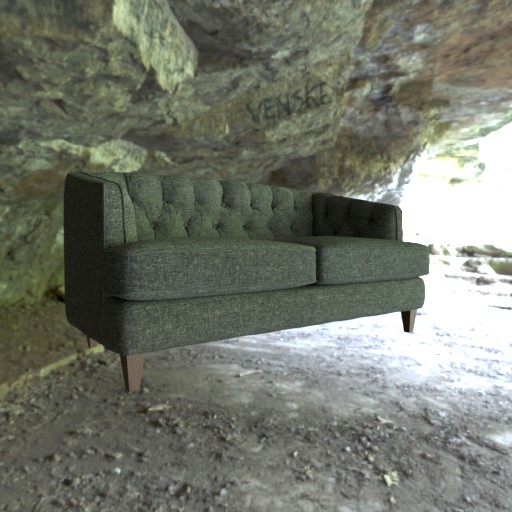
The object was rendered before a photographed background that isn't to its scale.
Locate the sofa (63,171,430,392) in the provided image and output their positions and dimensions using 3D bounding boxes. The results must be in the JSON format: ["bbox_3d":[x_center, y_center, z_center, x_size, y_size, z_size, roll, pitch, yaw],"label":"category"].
[{"bbox_3d":[0.000,0.000,2.242,1.733,0.855,0.941,-1,2,-37],"label":"sofa"}]
